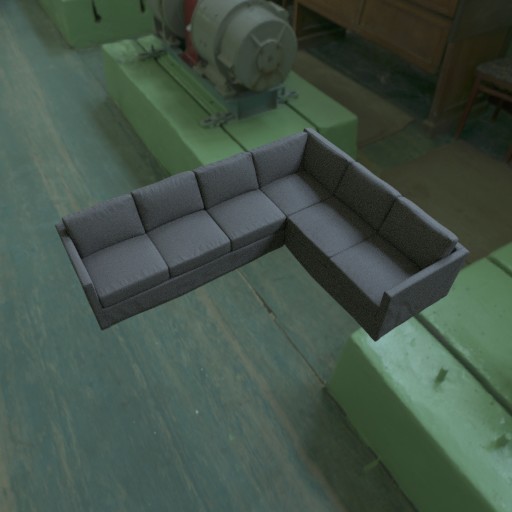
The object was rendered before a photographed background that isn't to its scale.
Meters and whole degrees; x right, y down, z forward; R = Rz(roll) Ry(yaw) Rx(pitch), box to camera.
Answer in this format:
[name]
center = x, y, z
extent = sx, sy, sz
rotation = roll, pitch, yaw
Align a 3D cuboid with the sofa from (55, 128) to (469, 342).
[sofa]
center = 0.000, 0.000, 4.405
extent = 3.182, 0.871, 2.432
rotation = -25, 52, -21
